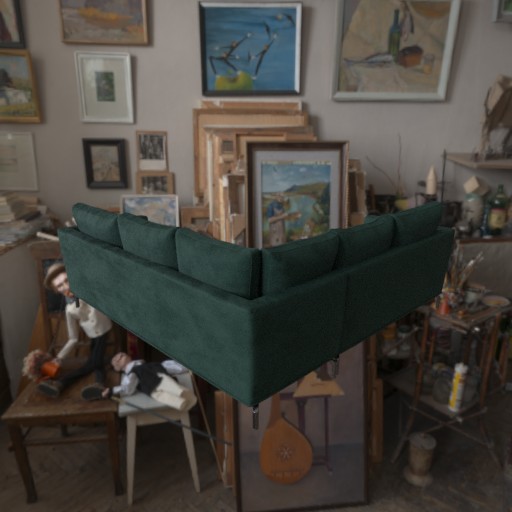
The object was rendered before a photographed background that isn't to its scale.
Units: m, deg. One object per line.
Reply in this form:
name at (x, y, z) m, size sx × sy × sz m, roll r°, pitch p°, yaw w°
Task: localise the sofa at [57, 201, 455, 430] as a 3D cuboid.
sofa at (0.000, 0.000, 3.907) m, size 2.468 × 1.004 × 2.452 m, roll -16°, pitch 23°, yaw -42°
